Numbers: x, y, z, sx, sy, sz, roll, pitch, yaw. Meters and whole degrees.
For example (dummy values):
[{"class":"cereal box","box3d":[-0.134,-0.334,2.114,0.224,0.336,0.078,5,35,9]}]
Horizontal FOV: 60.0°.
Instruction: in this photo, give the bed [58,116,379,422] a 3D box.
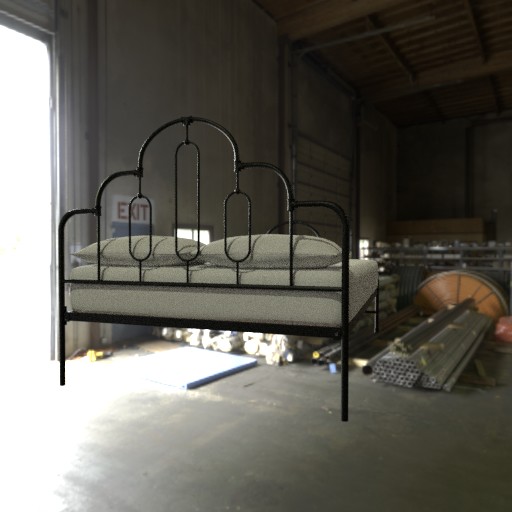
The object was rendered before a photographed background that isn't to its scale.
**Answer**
[{"class":"bed","box3d":[0.000,0.000,3.263,1.626,1.444,2.181,0,1,19]}]
